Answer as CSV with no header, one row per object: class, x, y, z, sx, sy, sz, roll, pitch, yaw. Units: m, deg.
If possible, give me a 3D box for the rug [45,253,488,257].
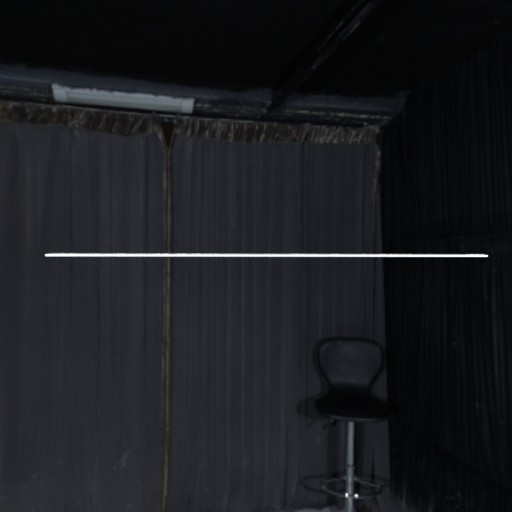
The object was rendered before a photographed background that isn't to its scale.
rug,0.000,0.000,3.493,2.746,0.018,1.819,0,0,-16
